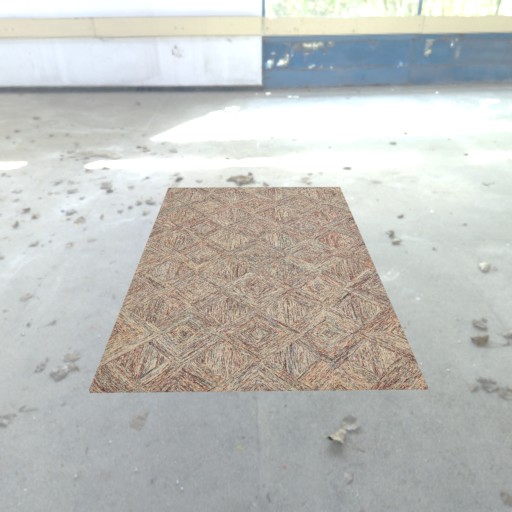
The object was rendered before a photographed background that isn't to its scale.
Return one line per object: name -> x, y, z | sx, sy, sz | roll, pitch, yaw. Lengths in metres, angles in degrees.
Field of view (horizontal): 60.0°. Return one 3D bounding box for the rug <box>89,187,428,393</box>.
rug -> 0.000, 0.000, 2.956 | 1.523, 0.019, 2.285 | 0, 32, -1
